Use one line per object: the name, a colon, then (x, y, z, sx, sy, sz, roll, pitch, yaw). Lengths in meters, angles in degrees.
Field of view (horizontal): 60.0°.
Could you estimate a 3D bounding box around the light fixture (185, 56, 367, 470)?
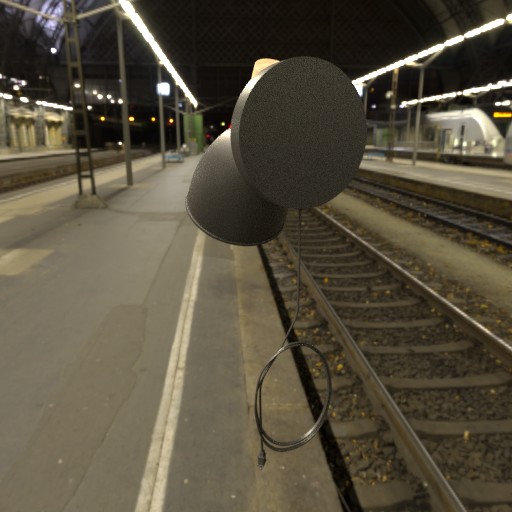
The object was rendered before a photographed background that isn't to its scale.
light fixture: (0.000, 0.000, 0.498, 0.127, 0.401, 0.203, -7, 16, -25)
